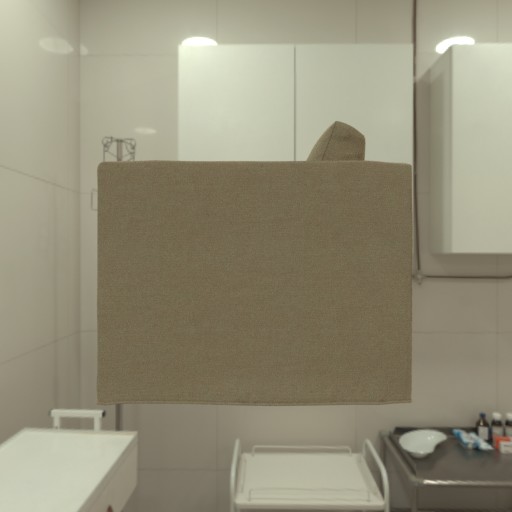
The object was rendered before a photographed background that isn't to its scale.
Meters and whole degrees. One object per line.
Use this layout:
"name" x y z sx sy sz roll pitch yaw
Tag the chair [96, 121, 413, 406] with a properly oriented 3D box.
"chair" 0.000 0.000 1.788 0.949 0.863 1.057 0 0 1
